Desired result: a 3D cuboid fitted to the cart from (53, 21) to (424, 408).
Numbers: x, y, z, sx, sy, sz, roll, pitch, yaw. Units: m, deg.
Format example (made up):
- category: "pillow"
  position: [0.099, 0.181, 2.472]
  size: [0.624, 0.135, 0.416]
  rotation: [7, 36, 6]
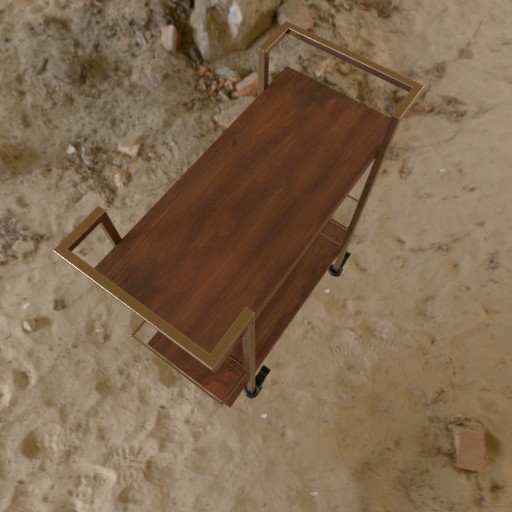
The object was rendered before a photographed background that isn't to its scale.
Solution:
- category: "cart"
  position: [0.000, 0.000, 1.164]
  size: [0.364, 0.807, 0.695]
  rotation: [33, 69, 15]
